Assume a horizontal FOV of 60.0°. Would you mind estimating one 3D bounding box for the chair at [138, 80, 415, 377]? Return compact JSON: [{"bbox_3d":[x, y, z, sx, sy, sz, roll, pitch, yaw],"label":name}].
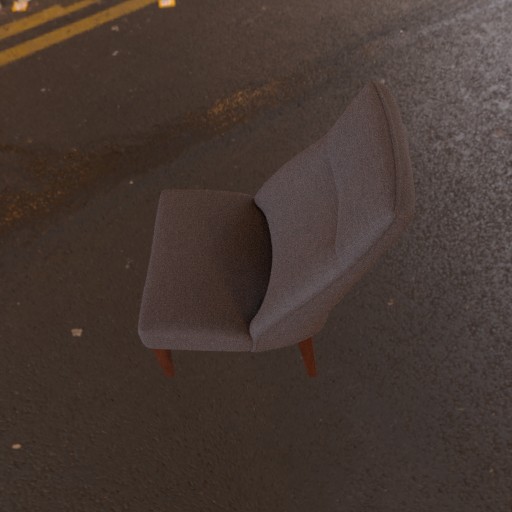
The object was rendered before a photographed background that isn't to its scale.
[{"bbox_3d":[0.000,0.000,1.271,0.620,0.930,0.500,1,59,1],"label":"chair"}]
